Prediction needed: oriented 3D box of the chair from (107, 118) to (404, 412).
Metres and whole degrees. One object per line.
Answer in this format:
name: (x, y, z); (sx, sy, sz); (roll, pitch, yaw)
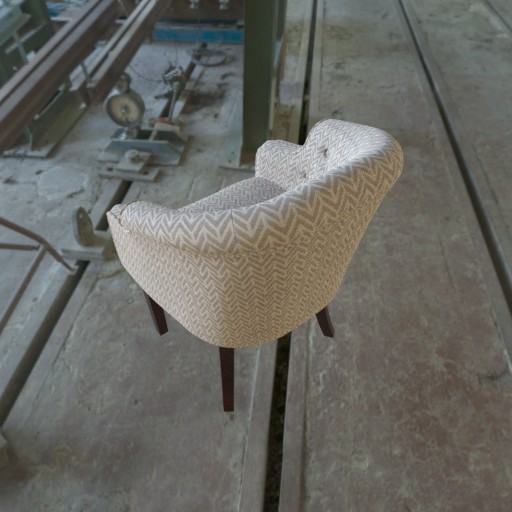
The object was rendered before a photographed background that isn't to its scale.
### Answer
chair: (0.000, 0.000, 1.302); (0.686, 0.858, 0.613); (-29, 52, -26)
